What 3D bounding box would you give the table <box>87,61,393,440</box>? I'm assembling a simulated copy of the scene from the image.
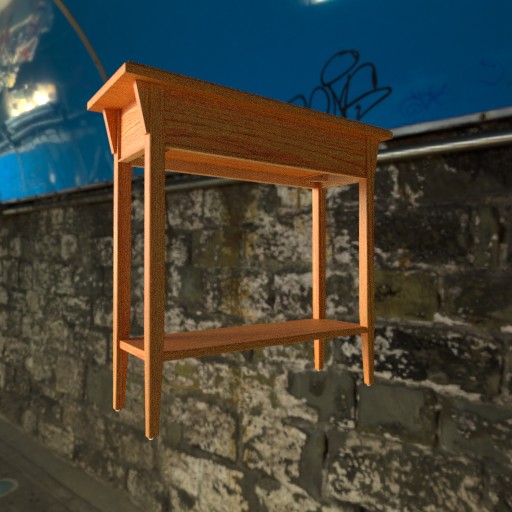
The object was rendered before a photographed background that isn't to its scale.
[{"bbox_3d":[0.000,0.000,1.124,0.762,0.711,0.254,0,-1,-35],"label":"table"}]
